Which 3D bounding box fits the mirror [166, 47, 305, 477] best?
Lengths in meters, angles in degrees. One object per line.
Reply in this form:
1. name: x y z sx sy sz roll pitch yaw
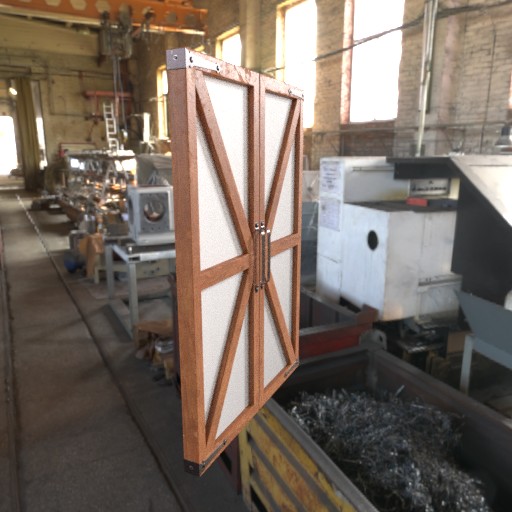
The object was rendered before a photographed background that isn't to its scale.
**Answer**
1. mirror: 0.000 0.000 0.986 0.053 0.761 0.517 6 15 26
